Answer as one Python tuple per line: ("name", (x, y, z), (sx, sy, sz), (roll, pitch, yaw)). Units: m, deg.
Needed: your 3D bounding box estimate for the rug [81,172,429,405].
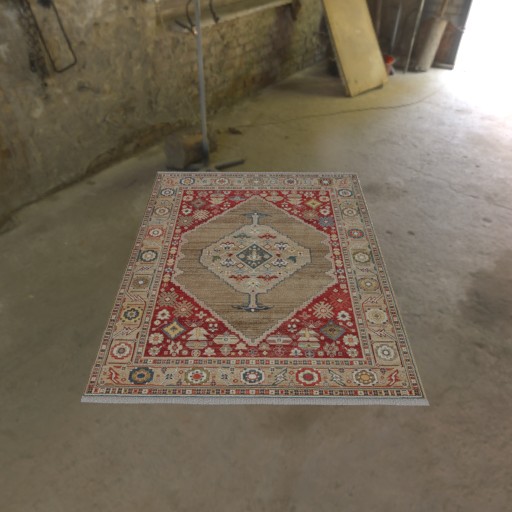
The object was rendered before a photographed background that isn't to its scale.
("rug", (0.000, 0.000, 4.280), (2.451, 0.008, 3.143), (0, 41, 0))
